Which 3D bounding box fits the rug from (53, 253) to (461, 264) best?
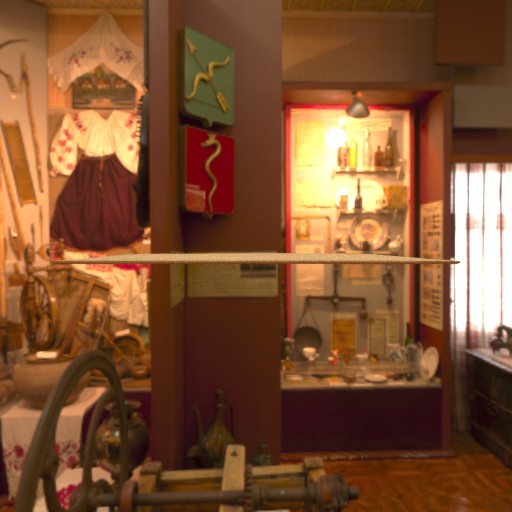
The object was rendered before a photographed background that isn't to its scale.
[{"bbox_3d":[0.000,0.000,2.858,1.596,0.030,2.283,0,1,0],"label":"rug"}]
